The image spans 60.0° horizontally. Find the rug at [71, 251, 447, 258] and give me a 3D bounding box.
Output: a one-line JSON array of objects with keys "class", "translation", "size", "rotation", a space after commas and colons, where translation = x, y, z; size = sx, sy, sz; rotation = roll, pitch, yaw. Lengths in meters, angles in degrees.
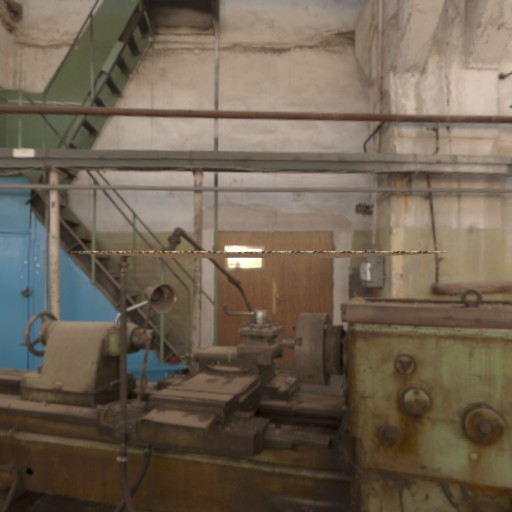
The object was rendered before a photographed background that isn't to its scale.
[{"class": "rug", "translation": [0.000, 0.000, 2.998], "size": [1.544, 0.010, 2.435], "rotation": [0, -1, -1]}]
